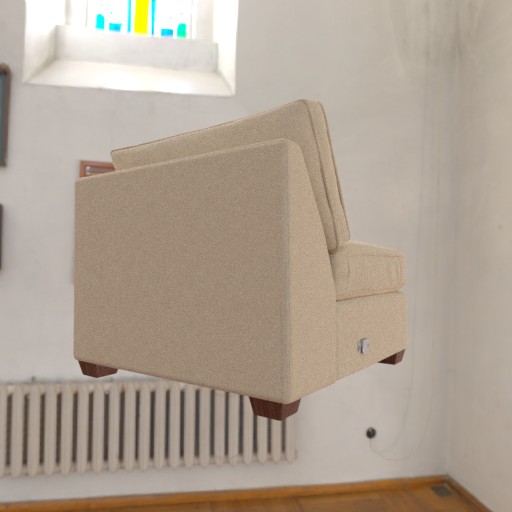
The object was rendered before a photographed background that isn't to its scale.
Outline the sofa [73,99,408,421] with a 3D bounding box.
[{"bbox_3d":[0.000,0.000,2.006,1.084,1.002,1.146,-1,-1,36],"label":"sofa"}]
